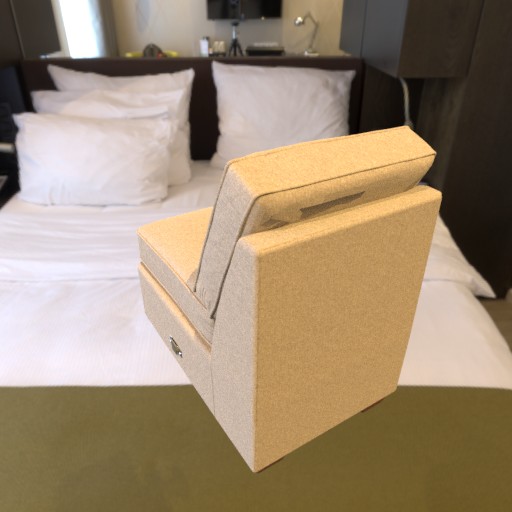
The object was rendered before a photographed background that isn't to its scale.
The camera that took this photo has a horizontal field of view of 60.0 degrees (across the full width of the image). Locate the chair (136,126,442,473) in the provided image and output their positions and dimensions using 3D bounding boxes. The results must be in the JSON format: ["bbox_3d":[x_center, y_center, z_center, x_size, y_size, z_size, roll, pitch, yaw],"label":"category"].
[{"bbox_3d":[0.000,0.000,1.690,0.674,1.058,1.020,-18,34,-28],"label":"chair"}]
